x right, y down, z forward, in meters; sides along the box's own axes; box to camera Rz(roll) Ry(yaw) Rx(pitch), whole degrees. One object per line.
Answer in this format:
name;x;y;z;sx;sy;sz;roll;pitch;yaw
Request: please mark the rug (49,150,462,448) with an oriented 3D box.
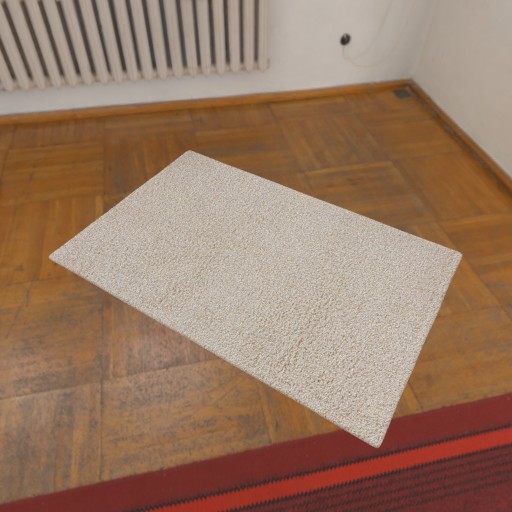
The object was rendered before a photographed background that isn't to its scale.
rug;0.000;0.000;3.488;2.743;0.030;1.778;25;51;22
